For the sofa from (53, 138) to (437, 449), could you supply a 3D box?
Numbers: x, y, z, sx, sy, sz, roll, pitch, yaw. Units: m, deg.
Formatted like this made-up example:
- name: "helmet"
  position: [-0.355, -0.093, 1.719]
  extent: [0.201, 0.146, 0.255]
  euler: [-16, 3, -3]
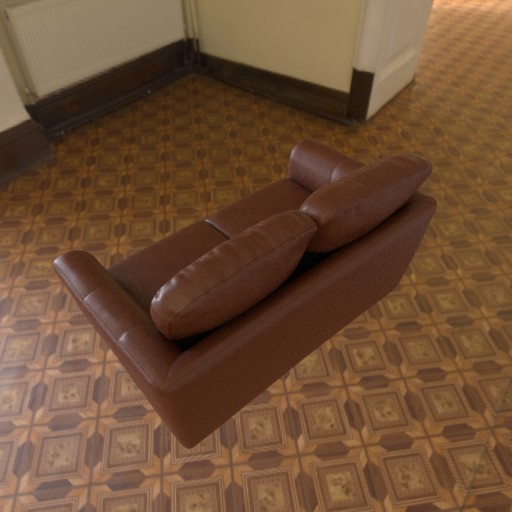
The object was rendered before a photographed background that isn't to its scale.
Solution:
- name: "sofa"
  position: [0.000, 0.000, 1.886]
  extent: [1.406, 0.906, 0.805]
  euler: [-31, 53, -27]
